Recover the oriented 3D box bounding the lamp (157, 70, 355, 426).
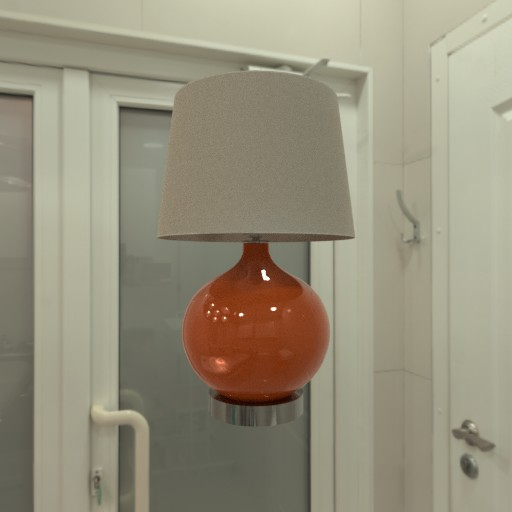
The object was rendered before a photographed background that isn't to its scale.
[{"bbox_3d":[0.000,0.000,0.563,0.247,0.387,0.247,0,0,0],"label":"lamp"}]
